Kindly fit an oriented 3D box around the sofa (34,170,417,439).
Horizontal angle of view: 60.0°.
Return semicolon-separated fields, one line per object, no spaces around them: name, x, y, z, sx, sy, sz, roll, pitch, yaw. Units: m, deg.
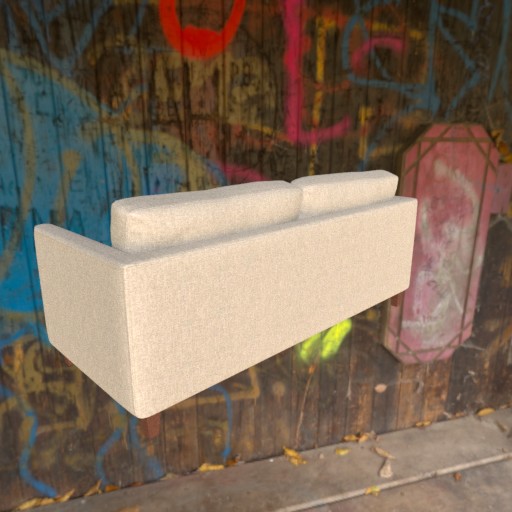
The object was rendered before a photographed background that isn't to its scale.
sofa;0.000;0.000;2.663;2.208;0.963;0.956;-15;22;-42
